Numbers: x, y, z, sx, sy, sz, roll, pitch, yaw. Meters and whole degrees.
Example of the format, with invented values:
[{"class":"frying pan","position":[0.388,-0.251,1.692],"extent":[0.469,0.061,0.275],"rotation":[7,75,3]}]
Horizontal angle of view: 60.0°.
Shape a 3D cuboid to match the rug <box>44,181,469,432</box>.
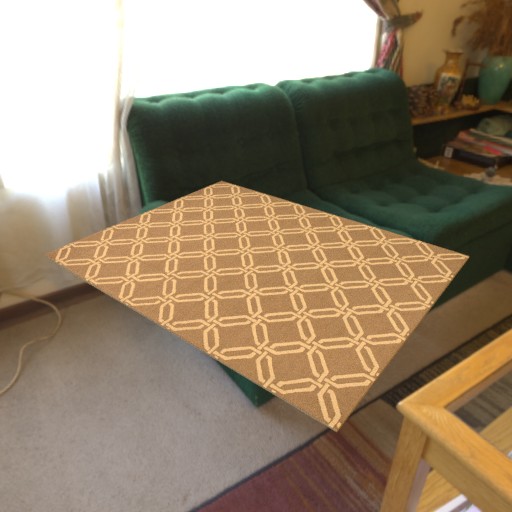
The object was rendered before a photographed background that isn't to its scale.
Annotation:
[{"class":"rug","position":[0.000,0.000,3.836],"extent":[2.895,0.018,2.288],"rotation":[22,37,33]}]
